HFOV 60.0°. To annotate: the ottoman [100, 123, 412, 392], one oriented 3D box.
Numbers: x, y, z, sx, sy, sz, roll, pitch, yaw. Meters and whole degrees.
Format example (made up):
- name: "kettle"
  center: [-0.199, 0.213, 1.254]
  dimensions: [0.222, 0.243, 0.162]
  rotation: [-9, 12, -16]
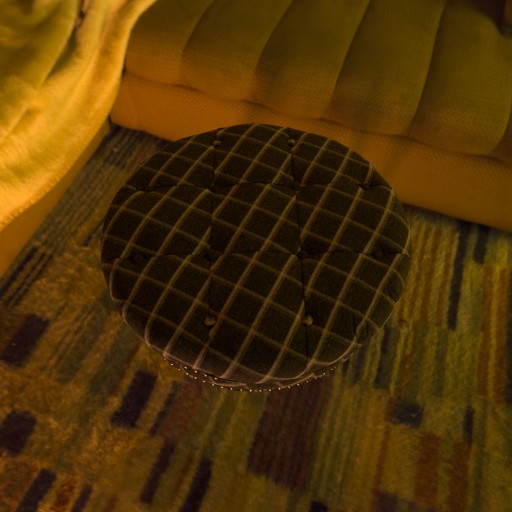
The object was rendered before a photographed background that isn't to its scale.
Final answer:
- name: "ottoman"
  center: [0.000, 0.000, 1.430]
  dimensions: [0.901, 0.439, 0.901]
  rotation: [0, 58, 0]
